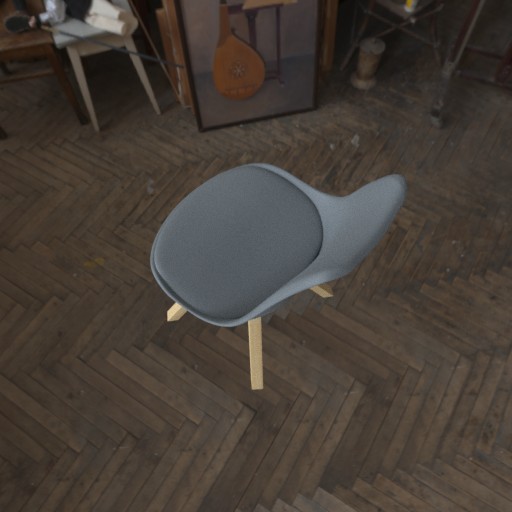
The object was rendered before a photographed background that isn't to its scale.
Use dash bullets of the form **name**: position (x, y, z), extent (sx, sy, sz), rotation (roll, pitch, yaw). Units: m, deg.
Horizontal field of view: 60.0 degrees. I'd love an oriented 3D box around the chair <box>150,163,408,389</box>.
- **chair**: position (0.000, 0.000, 1.205), extent (0.549, 0.850, 0.485), rotation (35, 69, 16)
